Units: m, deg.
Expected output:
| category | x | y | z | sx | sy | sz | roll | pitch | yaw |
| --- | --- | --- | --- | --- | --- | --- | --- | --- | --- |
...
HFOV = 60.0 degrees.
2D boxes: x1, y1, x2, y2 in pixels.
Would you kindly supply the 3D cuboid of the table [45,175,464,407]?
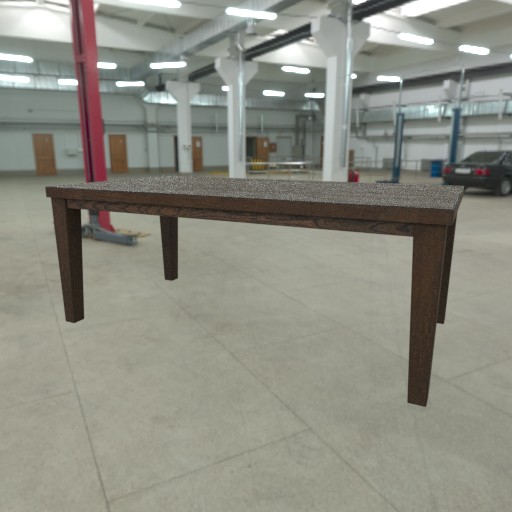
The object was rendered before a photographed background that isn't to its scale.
| category | x | y | z | sx | sy | sz | roll | pitch | yaw |
| --- | --- | --- | --- | --- | --- | --- | --- | --- | --- |
| table | 0.000 | 0.000 | 2.442 | 1.981 | 0.762 | 1.016 | 7 | 15 | 26 |
